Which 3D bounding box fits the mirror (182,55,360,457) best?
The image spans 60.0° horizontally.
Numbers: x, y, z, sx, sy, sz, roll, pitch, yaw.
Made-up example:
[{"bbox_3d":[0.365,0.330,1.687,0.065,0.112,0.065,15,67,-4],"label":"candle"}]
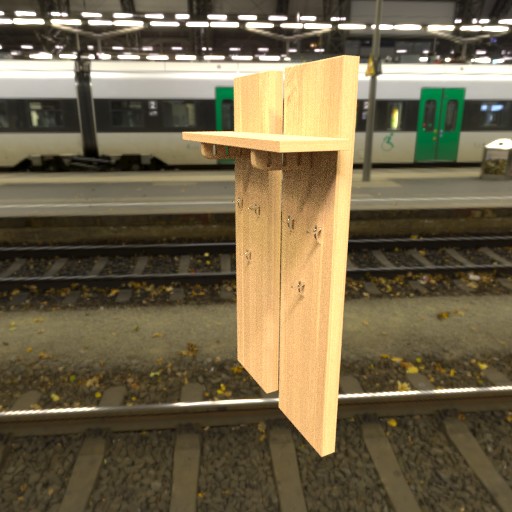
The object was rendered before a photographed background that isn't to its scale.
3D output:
[{"bbox_3d":[0.000,0.000,1.589,0.260,1.250,0.800,-8,19,-25],"label":"mirror"}]
